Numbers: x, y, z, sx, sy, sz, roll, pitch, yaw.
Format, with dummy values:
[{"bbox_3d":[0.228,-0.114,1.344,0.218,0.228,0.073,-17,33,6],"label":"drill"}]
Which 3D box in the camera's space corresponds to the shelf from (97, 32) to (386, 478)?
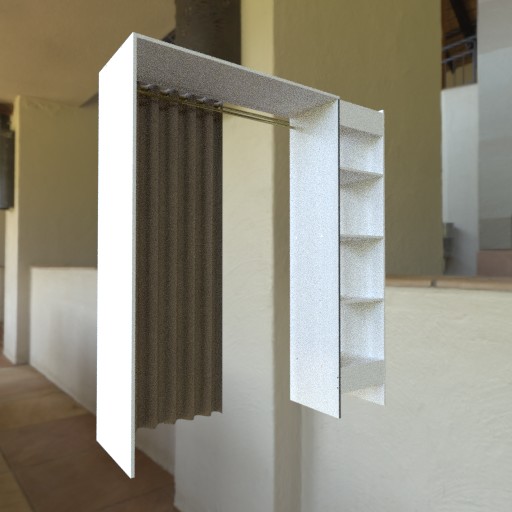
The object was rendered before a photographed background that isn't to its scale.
[{"bbox_3d":[0.000,0.000,2.473,1.600,1.820,0.500,1,-1,-35],"label":"shelf"}]
